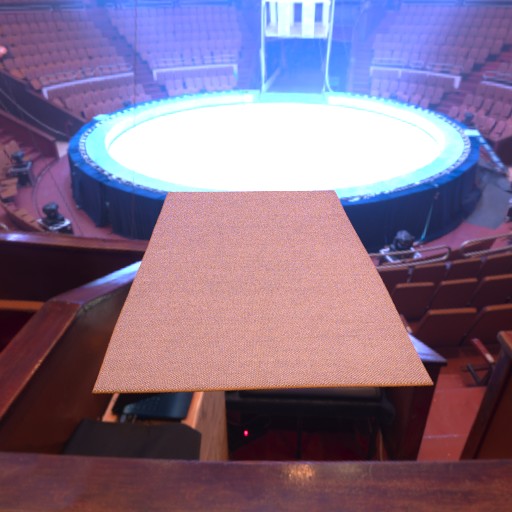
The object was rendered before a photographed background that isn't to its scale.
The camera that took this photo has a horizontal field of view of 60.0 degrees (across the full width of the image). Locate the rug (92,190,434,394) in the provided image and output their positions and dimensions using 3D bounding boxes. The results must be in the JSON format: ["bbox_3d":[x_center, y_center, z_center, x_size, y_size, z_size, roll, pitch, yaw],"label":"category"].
[{"bbox_3d":[0.000,0.000,2.103,1.078,0.013,1.678,-1,30,-2],"label":"rug"}]
